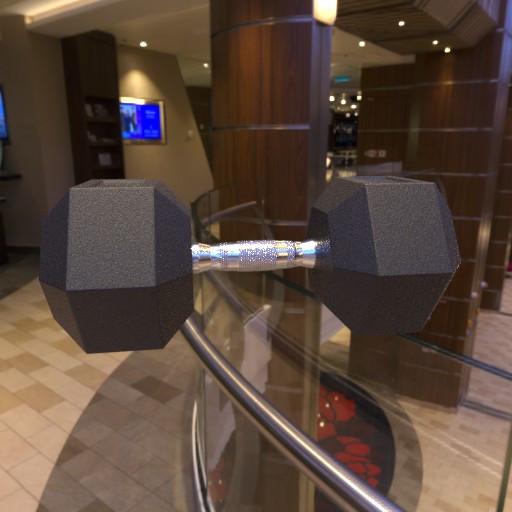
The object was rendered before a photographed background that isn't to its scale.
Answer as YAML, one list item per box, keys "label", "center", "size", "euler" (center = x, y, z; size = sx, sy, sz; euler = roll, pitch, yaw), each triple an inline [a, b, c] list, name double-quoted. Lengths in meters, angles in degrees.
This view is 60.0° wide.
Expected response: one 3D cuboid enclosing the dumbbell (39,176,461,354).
- label: "dumbbell"
  center: [0.000, 0.000, 0.449]
  size: [0.384, 0.150, 0.173]
  euler: [-2, 15, -8]
